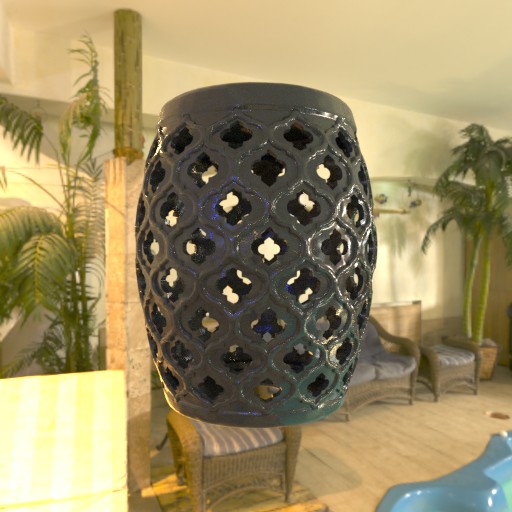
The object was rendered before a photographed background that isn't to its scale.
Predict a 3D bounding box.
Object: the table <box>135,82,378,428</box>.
[{"bbox_3d":[0.000,0.000,0.615,0.325,0.388,0.325,0,0,0],"label":"table"}]
